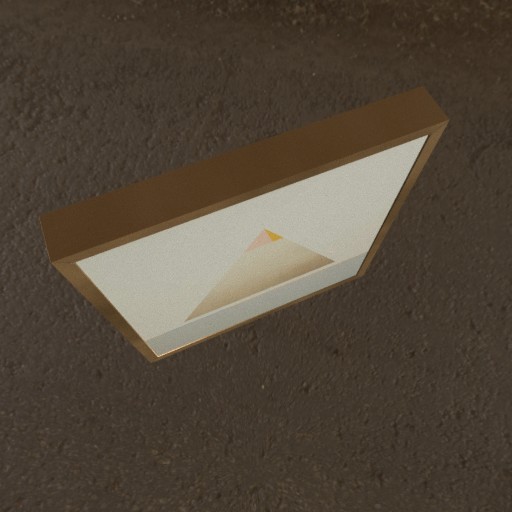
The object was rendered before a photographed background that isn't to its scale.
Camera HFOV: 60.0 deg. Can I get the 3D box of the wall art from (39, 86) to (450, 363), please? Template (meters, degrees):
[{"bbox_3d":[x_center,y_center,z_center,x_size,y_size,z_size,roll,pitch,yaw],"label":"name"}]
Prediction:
[{"bbox_3d":[0.000,0.000,0.456,0.305,0.303,0.038,-21,66,-10],"label":"wall art"}]
